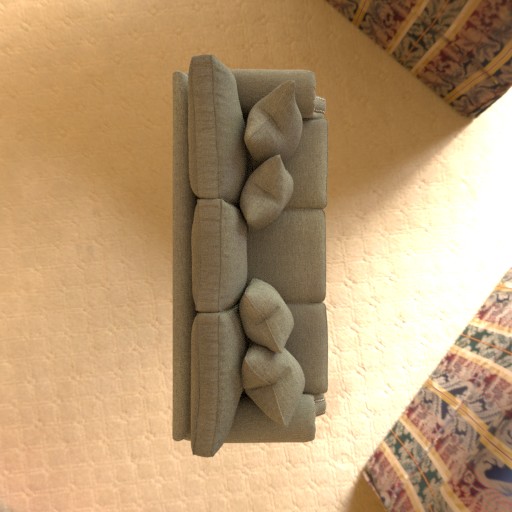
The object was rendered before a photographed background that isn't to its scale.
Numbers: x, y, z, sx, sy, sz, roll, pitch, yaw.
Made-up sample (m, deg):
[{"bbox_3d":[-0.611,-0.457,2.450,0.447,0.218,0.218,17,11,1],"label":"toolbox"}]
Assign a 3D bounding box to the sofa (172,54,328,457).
[{"bbox_3d":[0.000,0.000,2.836,0.965,0.975,2.312,0,90,0],"label":"sofa"}]
